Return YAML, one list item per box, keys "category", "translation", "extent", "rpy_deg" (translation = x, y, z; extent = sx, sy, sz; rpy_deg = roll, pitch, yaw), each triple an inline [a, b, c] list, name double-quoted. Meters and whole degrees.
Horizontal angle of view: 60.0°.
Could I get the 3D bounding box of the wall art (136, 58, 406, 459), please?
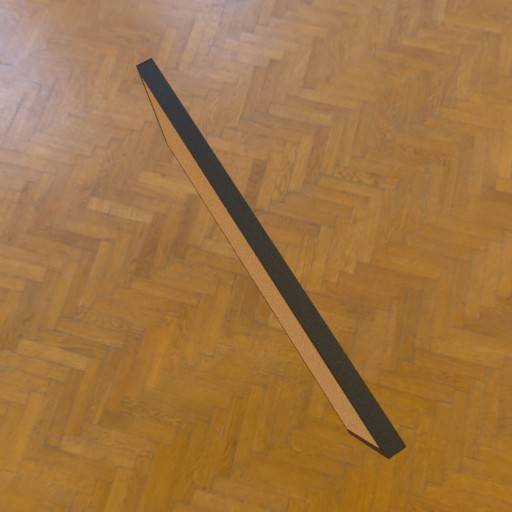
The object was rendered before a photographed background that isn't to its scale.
- category: "wall art"
  translation: [0.000, 0.000, 0.948]
  extent: [0.037, 0.303, 0.860]
  rpy_deg: [-31, 77, -8]
